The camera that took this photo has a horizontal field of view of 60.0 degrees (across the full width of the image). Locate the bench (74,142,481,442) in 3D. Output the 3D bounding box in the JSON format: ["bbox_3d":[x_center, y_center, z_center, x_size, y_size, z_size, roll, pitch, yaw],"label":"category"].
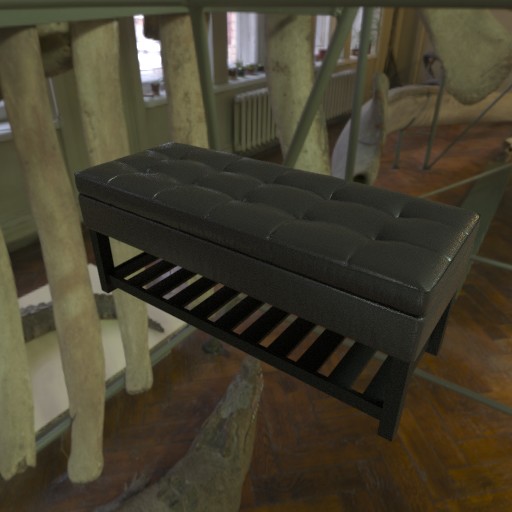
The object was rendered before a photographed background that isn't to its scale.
[{"bbox_3d":[0.000,0.000,1.343,1.105,0.460,0.432,20,36,30],"label":"bench"}]
